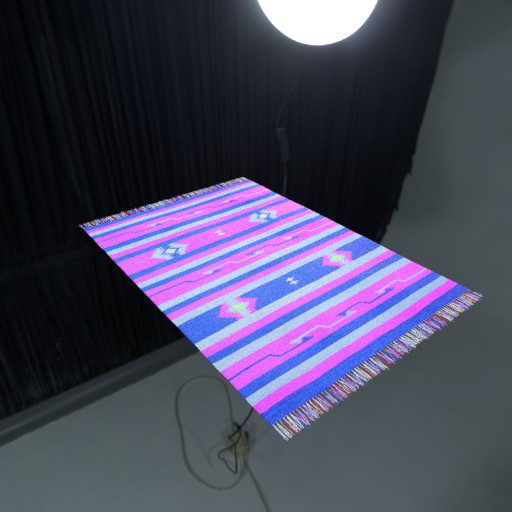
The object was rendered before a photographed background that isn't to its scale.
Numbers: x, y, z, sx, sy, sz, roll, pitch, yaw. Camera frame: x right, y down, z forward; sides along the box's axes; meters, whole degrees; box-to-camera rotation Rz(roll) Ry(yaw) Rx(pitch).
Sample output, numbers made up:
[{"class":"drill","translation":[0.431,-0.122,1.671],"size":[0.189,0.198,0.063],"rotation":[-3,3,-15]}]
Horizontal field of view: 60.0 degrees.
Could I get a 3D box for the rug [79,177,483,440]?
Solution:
[{"class":"rug","translation":[0.000,0.000,2.934],"size":[1.539,0.013,2.350],"rotation":[-23,39,-32]}]
